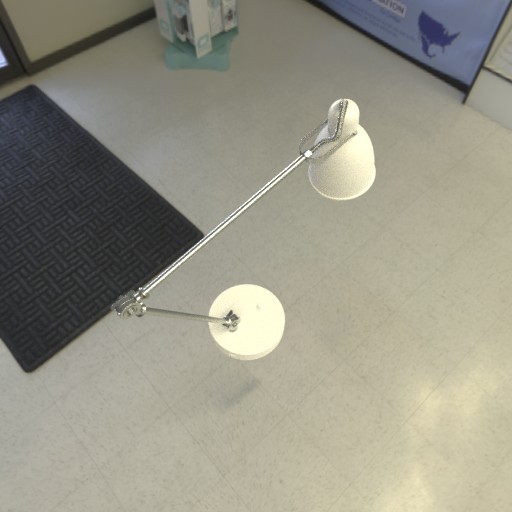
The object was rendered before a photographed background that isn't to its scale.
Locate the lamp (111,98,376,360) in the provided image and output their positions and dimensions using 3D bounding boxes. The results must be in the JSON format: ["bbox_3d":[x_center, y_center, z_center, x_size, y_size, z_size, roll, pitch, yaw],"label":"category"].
[{"bbox_3d":[0.000,0.000,0.873,0.561,0.587,0.187,-35,64,-20],"label":"lamp"}]
